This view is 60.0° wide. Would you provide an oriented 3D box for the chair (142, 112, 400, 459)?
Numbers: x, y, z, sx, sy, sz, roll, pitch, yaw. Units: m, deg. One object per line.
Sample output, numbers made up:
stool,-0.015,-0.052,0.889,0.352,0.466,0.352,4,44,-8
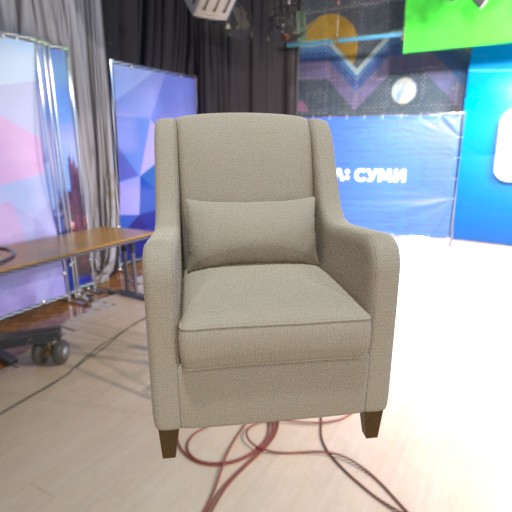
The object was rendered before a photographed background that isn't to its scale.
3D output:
chair,0.000,0.000,1.602,0.715,1.017,0.896,-2,16,-8
